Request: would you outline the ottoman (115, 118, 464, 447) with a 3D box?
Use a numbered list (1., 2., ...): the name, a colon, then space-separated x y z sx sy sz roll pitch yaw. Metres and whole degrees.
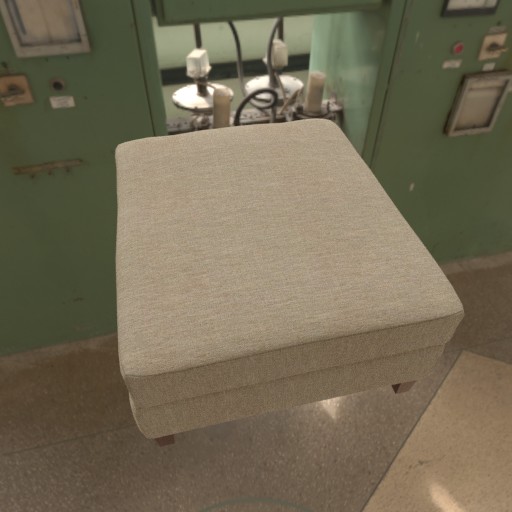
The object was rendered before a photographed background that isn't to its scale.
1. ottoman: 0.000 0.000 1.449 0.836 0.492 0.976 -9 46 -9
